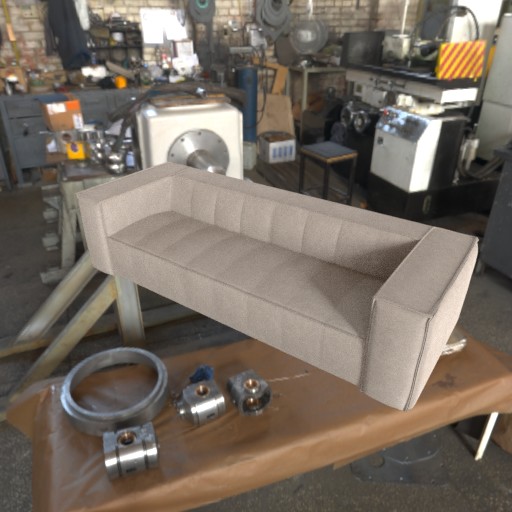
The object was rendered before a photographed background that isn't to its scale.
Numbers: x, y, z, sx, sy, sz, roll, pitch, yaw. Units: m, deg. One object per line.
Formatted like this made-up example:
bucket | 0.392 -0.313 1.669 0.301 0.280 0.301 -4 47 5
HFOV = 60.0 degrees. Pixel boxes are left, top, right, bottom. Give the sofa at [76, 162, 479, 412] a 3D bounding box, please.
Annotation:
sofa | 0.000 0.000 3.169 2.697 0.680 1.038 19 34 30
